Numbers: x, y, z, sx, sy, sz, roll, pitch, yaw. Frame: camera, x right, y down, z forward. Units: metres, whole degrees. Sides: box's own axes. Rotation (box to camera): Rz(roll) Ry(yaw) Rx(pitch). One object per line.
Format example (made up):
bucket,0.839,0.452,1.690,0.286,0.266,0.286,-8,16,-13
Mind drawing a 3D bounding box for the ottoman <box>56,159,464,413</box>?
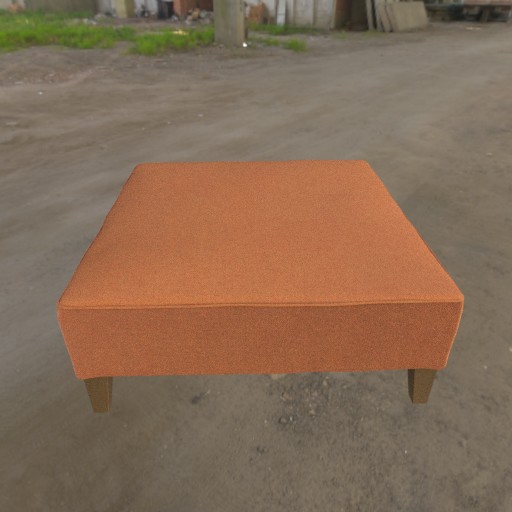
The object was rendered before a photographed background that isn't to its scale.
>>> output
ottoman,0.000,0.000,1.554,0.997,0.438,0.999,-1,31,-2
